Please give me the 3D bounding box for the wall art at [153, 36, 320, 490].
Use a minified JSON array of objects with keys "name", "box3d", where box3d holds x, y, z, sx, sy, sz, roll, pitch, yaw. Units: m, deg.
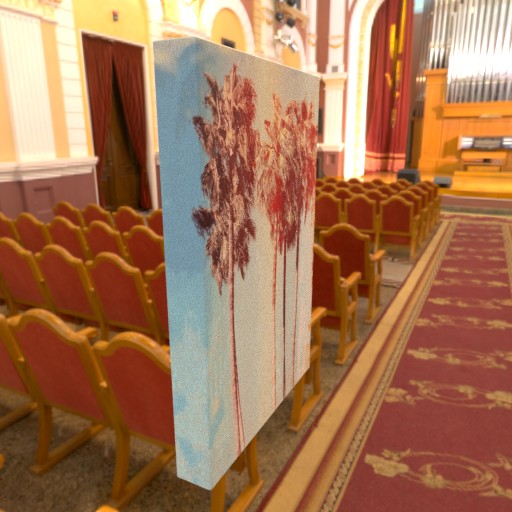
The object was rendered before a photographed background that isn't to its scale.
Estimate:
[{"name":"wall art","box3d":[0.000,0.000,0.469,0.039,0.380,0.251,8,17,26]}]
